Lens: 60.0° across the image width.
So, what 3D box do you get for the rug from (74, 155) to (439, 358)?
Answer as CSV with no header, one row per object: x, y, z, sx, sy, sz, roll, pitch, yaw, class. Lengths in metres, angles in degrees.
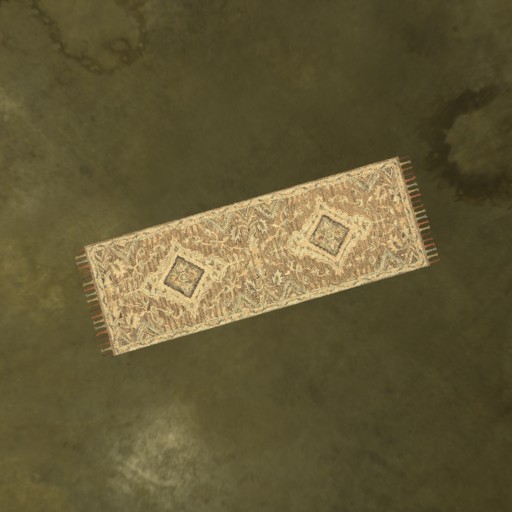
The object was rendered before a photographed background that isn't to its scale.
0.000,0.000,2.878,2.378,0.018,1.324,0,89,1,rug
